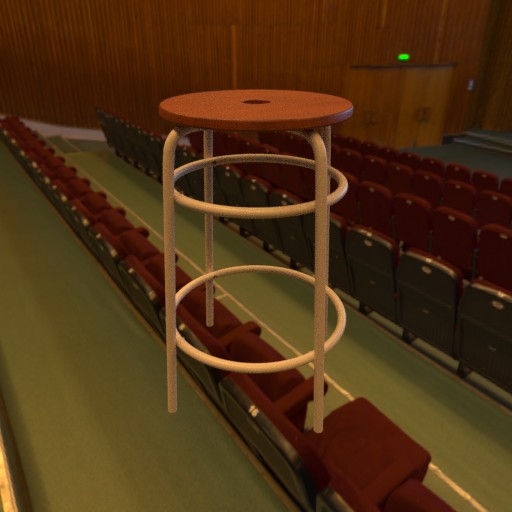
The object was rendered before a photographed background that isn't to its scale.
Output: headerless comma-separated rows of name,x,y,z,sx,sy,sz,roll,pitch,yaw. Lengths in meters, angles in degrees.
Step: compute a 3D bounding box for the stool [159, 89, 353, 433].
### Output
stool,0.000,0.000,0.918,0.455,0.610,0.455,-18,33,-31
